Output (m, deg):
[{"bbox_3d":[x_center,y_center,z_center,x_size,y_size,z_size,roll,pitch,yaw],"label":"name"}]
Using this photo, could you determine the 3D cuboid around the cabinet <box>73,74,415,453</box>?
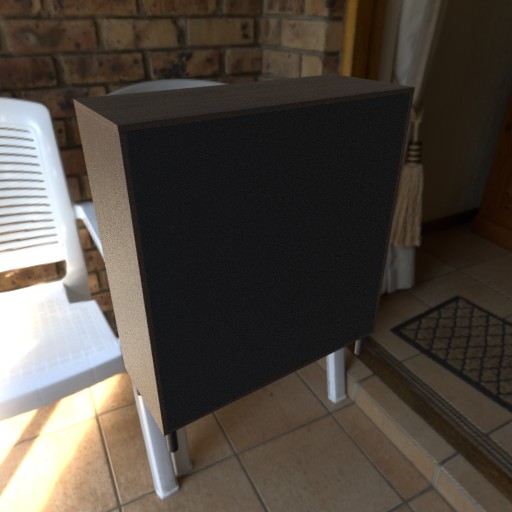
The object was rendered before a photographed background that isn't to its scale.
[{"bbox_3d":[0.000,0.000,1.670,1.010,1.170,0.400,-18,34,-29],"label":"cabinet"}]
